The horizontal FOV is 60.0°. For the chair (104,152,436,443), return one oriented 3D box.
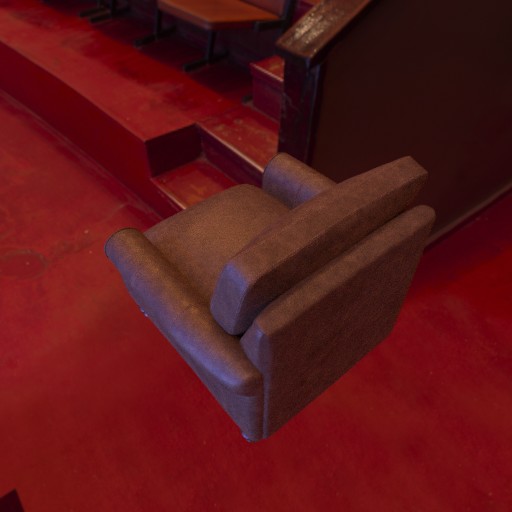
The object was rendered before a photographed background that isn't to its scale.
[{"bbox_3d":[0.000,0.000,1.824,0.996,0.976,1.002,-31,54,-26],"label":"chair"}]
